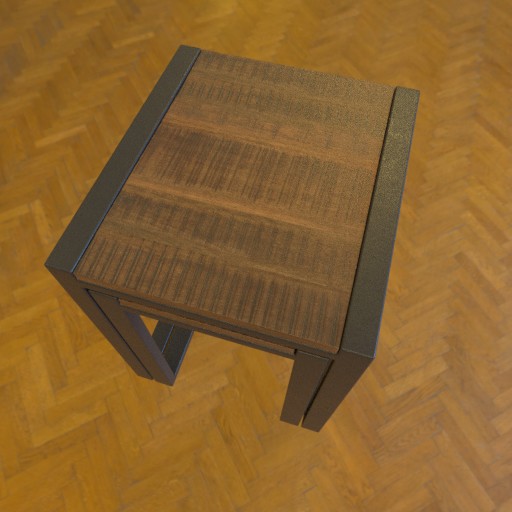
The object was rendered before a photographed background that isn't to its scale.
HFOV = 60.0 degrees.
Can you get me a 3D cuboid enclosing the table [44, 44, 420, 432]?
[{"bbox_3d":[0.000,0.000,0.921,0.449,0.550,0.500,15,61,8],"label":"table"}]
